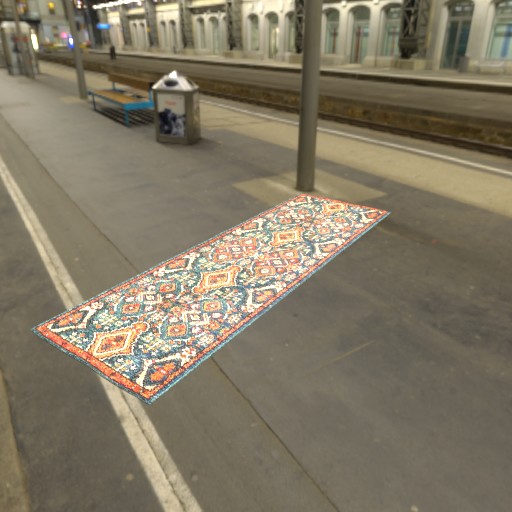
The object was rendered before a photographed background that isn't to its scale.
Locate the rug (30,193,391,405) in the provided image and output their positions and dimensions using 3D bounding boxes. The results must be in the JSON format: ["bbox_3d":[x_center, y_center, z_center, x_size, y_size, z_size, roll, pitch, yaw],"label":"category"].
[{"bbox_3d":[0.000,0.000,2.710,0.801,0.010,2.459,17,31,32],"label":"rug"}]
